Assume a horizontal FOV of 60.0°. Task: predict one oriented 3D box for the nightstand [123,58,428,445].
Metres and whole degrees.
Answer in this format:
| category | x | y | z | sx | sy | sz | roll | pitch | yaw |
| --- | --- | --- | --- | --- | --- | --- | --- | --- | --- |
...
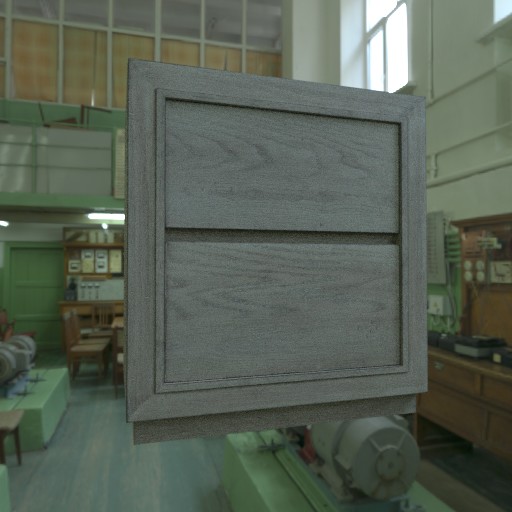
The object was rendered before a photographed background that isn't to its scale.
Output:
| category | x | y | z | sx | sy | sz | roll | pitch | yaw |
| --- | --- | --- | --- | --- | --- | --- | --- | --- | --- |
| nightstand | 0.000 | 0.000 | 1.077 | 0.612 | 0.673 | 0.483 | 0 | -1 | -17 |
